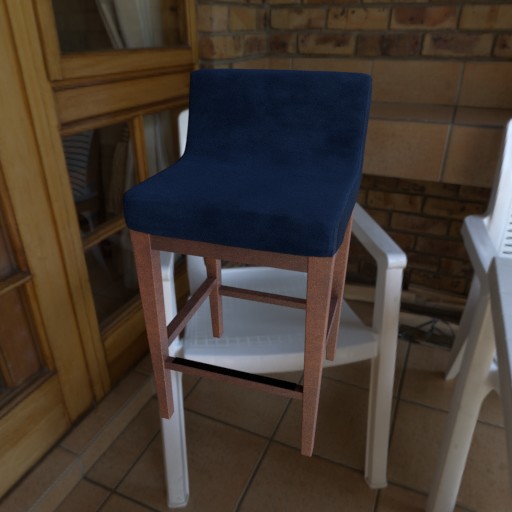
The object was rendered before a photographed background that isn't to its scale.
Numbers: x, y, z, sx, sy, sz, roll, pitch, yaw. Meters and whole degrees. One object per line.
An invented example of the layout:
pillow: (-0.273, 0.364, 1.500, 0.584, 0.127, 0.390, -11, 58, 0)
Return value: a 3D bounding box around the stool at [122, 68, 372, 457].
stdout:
stool: (0.000, 0.000, 1.255, 0.511, 0.945, 0.516, 8, 29, 16)
